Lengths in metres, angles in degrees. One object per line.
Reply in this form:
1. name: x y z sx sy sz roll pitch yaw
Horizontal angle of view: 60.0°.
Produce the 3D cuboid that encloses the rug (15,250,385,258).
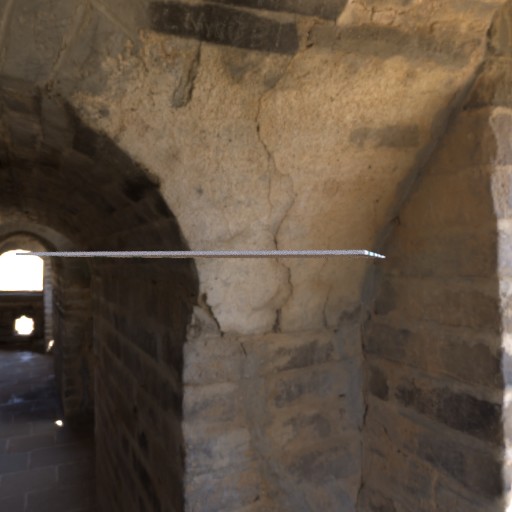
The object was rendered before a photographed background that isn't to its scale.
1. rug: 0.000 0.000 2.254 1.210 0.012 1.829 0 -1 18
